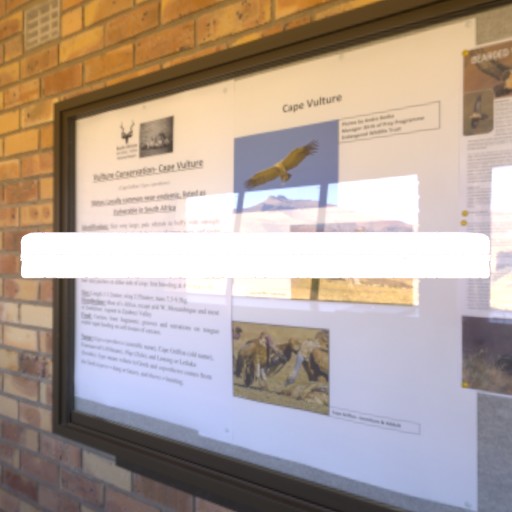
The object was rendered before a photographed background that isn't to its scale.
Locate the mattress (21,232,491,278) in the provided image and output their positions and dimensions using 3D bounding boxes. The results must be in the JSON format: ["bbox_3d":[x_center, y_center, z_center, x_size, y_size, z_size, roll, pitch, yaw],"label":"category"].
[{"bbox_3d":[0.000,0.000,2.571,2.000,0.200,1.400,0,0,1],"label":"mattress"}]
